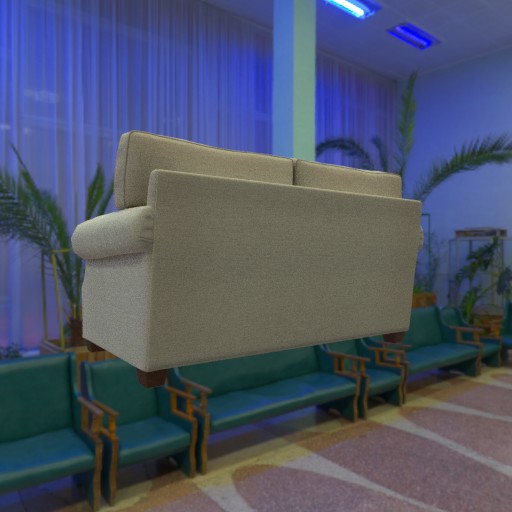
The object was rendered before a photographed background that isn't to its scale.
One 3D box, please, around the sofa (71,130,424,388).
[{"bbox_3d":[0.000,0.000,2.340,1.701,0.966,0.966,0,0,-36],"label":"sofa"}]
